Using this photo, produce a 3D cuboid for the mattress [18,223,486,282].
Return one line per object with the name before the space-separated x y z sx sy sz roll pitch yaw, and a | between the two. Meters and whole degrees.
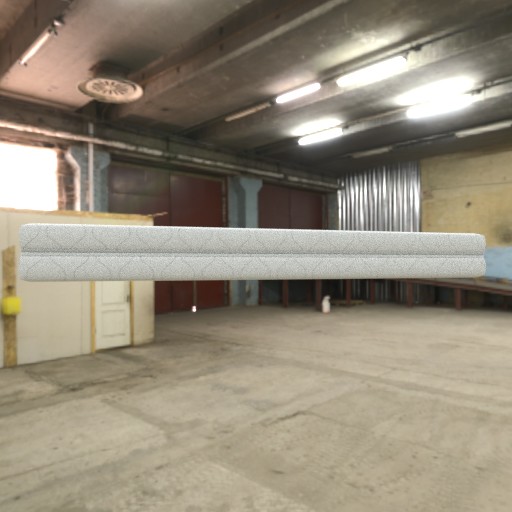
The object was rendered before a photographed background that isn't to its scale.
mattress | 0.000 0.000 2.159 1.900 0.200 0.900 0 -1 -16
